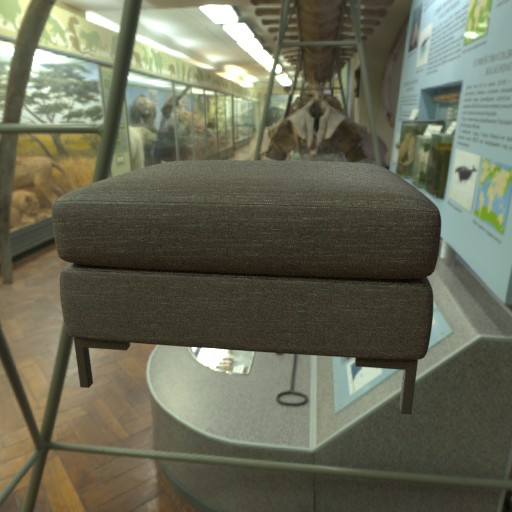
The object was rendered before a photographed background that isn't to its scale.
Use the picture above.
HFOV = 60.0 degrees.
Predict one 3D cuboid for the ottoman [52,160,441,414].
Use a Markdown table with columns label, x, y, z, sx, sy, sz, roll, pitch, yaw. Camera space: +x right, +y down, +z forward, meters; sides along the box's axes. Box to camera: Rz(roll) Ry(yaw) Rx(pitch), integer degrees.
| label | x | y | z | sx | sy | sz | roll | pitch | yaw |
| --- | --- | --- | --- | --- | --- | --- | --- | --- | --- |
| ottoman | 0.000 | 0.000 | 1.228 | 0.820 | 0.490 | 0.671 | 2 | 18 | 7 |
